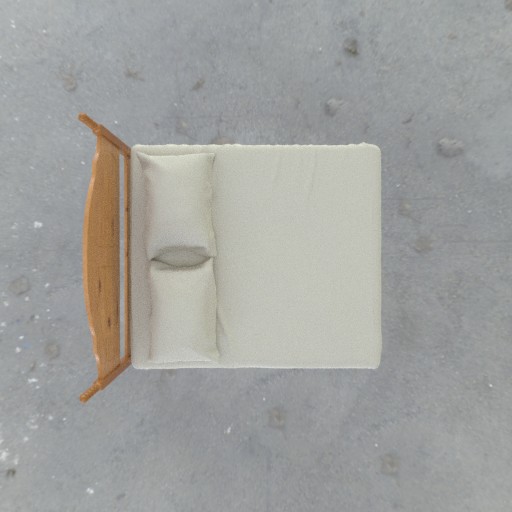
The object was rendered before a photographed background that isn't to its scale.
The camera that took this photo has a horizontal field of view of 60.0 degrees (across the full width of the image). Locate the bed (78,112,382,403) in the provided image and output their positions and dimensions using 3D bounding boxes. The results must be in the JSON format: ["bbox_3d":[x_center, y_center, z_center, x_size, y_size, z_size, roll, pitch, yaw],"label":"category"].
[{"bbox_3d":[0.000,0.000,3.176,2.040,1.356,1.873,0,91,0],"label":"bed"}]
